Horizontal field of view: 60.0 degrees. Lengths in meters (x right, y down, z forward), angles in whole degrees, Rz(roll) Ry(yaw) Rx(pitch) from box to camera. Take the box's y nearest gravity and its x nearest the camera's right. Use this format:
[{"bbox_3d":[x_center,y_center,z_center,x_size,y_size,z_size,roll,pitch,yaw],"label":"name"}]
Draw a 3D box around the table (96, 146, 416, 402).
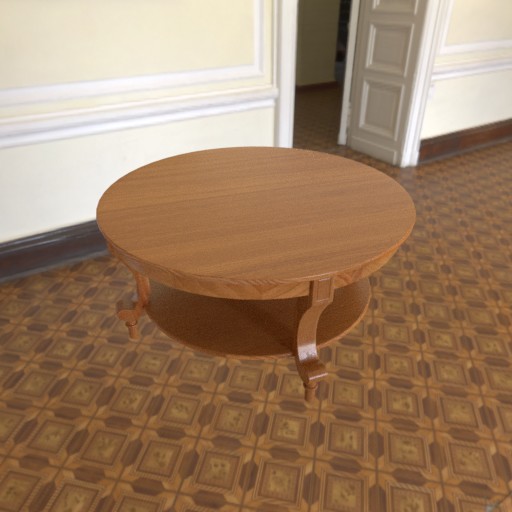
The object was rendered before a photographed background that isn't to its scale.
[{"bbox_3d":[0.000,0.000,1.609,1.029,0.490,1.029,0,31,0],"label":"table"}]
